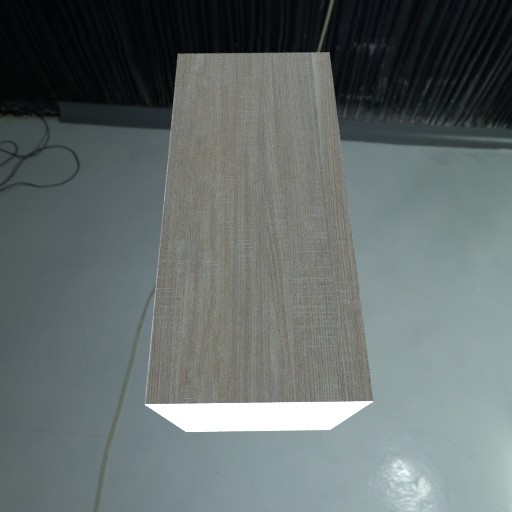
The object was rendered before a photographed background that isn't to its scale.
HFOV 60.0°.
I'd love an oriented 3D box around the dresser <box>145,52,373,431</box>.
[{"bbox_3d":[0.000,0.000,1.566,0.500,0.780,1.110,-1,63,0],"label":"dresser"}]
